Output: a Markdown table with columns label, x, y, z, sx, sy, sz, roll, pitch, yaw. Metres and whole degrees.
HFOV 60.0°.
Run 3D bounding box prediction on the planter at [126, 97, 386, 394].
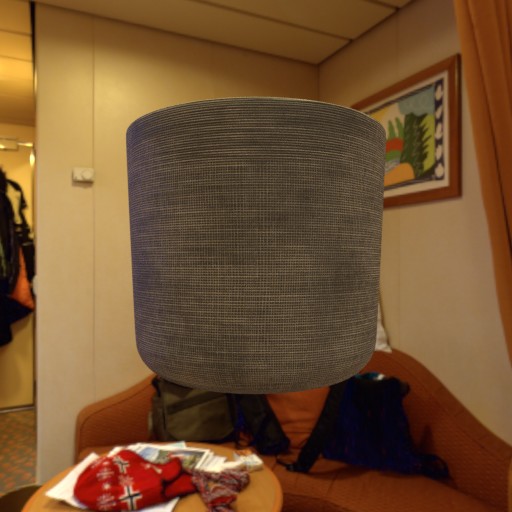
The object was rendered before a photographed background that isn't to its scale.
| label | x | y | z | sx | sy | sz | roll | pitch | yaw |
| --- | --- | --- | --- | --- | --- | --- | --- | --- | --- |
| planter | 0.000 | 0.000 | 0.778 | 0.440 | 0.398 | 0.440 | 0 | -1 | 0 |
